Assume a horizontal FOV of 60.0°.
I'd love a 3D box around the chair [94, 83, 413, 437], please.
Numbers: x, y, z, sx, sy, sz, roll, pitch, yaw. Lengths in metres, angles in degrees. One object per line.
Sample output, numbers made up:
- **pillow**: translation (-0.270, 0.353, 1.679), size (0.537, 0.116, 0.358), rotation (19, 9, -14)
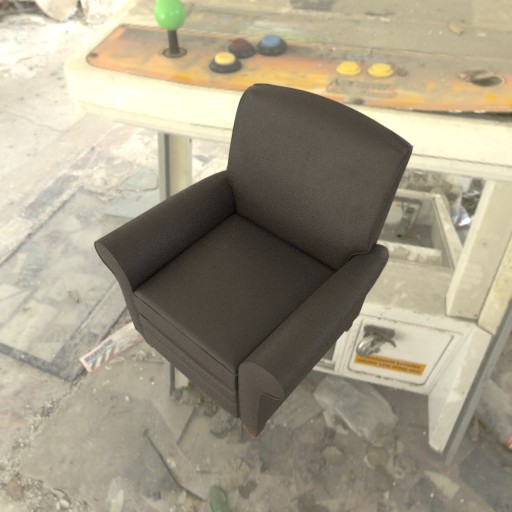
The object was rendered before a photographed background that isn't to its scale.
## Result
- **chair**: translation (0.000, 0.000, 1.840), size (0.978, 1.061, 0.902), rotation (32, 54, 27)
